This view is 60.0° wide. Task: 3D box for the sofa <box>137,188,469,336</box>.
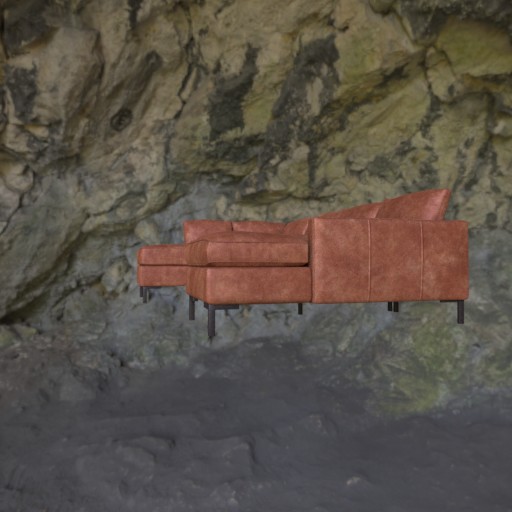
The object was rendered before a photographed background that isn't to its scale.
[{"bbox_3d":[0.000,0.000,3.927,1.939,0.900,2.956,0,-1,-17],"label":"sofa"}]
